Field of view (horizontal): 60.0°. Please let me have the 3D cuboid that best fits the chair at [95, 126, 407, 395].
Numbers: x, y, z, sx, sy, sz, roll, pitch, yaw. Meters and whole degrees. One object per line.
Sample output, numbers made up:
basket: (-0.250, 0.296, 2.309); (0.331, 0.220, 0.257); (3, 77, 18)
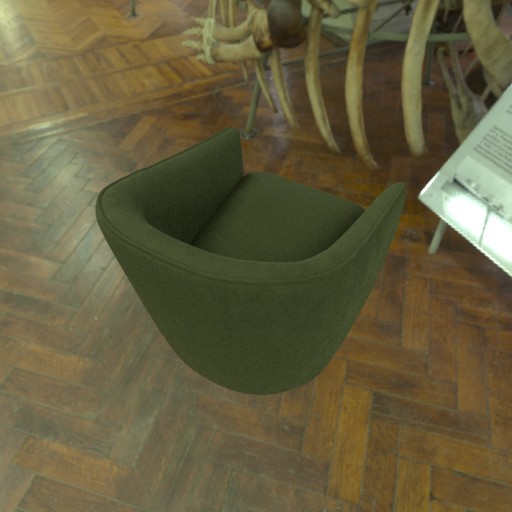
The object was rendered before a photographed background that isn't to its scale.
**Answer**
chair: (0.000, 0.000, 1.485); (0.747, 0.799, 0.875); (23, 51, 20)
